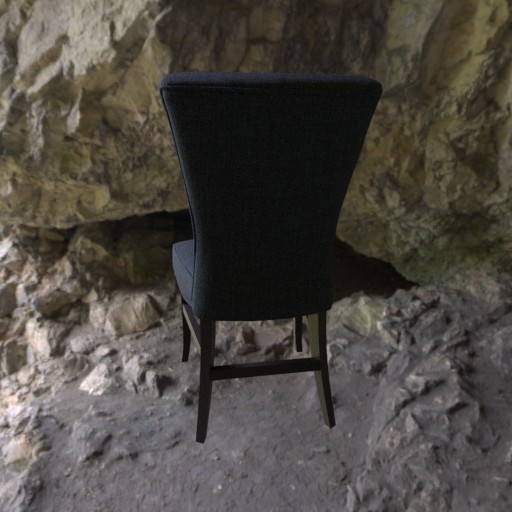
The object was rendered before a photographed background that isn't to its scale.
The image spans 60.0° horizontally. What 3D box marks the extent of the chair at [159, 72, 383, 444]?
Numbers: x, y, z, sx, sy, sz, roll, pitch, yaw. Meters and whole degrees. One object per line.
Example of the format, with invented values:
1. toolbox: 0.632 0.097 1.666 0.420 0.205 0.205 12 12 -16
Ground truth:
1. chair: 0.000 0.000 1.372 0.520 0.991 0.660 -3 16 -10
